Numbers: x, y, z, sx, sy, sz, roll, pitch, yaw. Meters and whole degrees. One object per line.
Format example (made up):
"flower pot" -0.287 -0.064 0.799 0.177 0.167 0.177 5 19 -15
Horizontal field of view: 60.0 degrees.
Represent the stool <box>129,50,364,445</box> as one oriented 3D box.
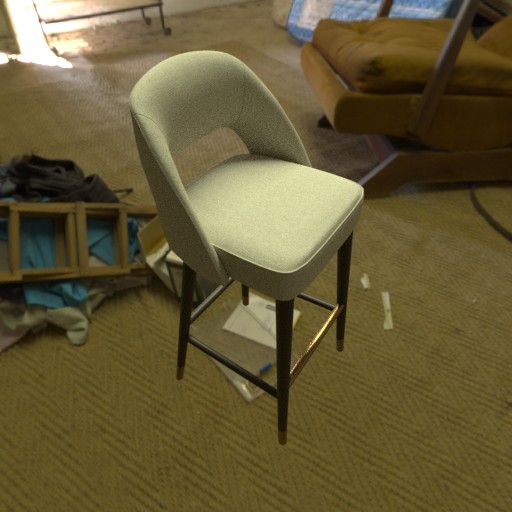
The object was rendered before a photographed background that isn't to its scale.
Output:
"stool" 0.000 0.000 1.307 0.509 1.037 0.494 23 47 24
